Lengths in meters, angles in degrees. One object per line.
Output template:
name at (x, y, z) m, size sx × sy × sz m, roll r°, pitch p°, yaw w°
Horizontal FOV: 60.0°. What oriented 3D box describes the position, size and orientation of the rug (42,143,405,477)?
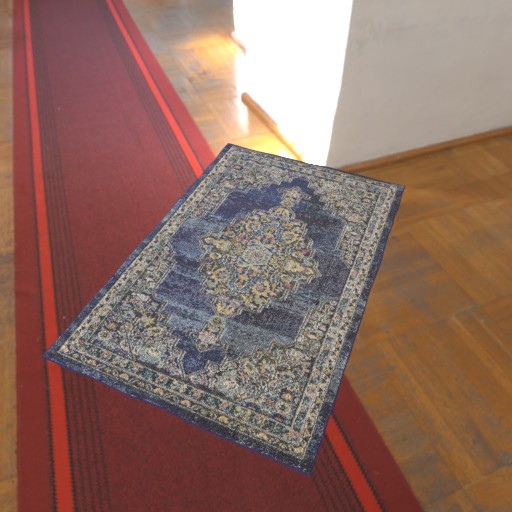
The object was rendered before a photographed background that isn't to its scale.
rug at (0.000, 0.000, 2.245) m, size 1.184 × 0.012 × 1.781 m, roll 17°, pitch 49°, yaw 16°
